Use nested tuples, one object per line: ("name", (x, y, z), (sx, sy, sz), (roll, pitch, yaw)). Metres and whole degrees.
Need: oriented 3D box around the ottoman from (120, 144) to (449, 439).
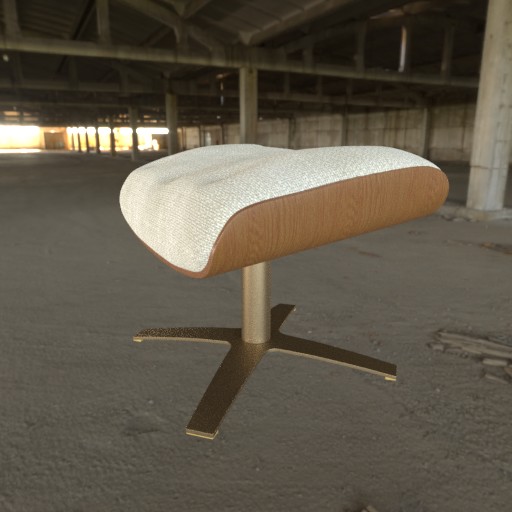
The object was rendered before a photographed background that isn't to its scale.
("ottoman", (0.000, 0.000, 0.804), (0.394, 0.391, 0.520), (-7, 16, -26))
